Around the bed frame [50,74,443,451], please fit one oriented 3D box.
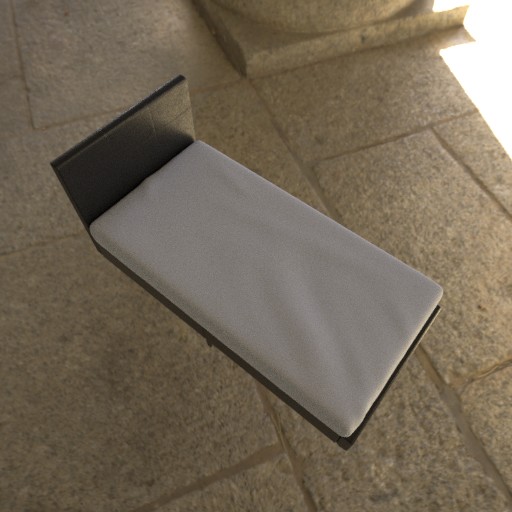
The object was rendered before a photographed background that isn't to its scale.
[{"bbox_3d":[0.000,0.000,2.565,2.152,1.046,1.038,34,64,20],"label":"bed frame"}]
